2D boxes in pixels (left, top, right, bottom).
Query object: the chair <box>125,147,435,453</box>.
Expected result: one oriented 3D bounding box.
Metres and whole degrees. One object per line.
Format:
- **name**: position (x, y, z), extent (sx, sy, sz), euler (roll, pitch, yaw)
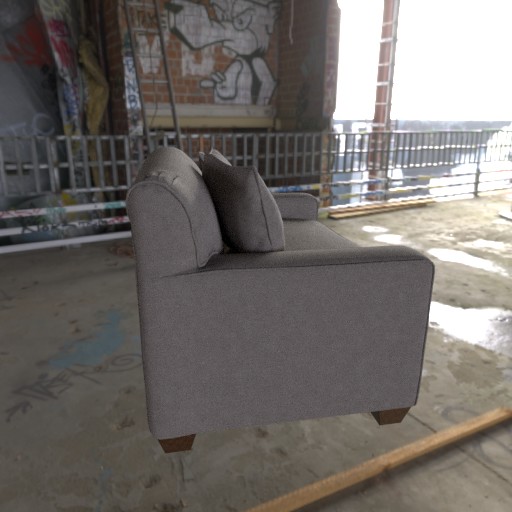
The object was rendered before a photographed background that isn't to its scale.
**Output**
- **chair**: position (0.000, 0.000, 2.035), extent (0.992, 0.953, 1.395), euler (-3, 17, -10)
